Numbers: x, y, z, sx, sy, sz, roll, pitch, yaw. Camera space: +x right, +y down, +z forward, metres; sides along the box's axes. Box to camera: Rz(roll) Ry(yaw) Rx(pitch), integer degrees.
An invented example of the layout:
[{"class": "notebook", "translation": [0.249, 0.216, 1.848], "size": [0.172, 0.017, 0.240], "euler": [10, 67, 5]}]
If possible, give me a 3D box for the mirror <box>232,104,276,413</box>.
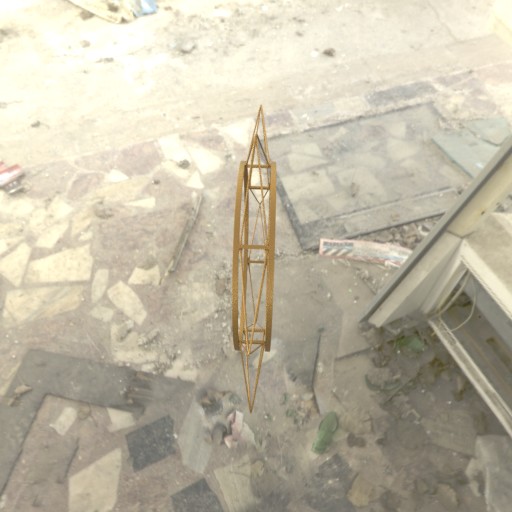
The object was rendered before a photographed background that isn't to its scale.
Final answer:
[{"class": "mirror", "translation": [0.000, 0.000, 0.825], "size": [0.062, 0.581, 0.498], "euler": [2, 56, 1]}]
